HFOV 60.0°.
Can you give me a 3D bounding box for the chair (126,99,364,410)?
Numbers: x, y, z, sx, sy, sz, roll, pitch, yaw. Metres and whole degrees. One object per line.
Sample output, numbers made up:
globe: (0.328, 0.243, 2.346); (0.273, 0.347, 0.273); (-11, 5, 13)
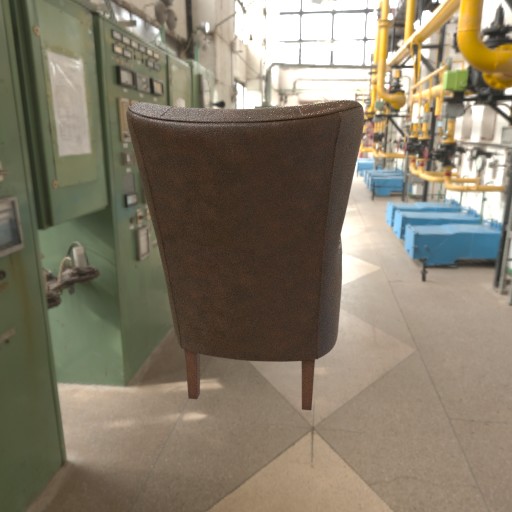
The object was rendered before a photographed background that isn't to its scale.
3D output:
chair: (0.000, 0.000, 1.639); (0.692, 1.048, 0.914); (2, 15, 9)
